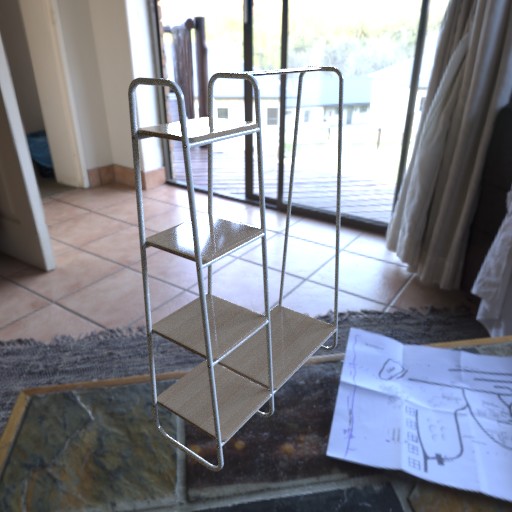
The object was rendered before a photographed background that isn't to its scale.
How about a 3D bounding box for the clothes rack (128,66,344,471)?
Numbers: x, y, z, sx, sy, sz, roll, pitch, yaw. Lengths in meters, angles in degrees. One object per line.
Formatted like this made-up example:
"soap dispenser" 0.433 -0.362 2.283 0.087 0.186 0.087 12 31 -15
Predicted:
"clothes rack" 0.000 0.000 1.945 0.400 1.500 1.011 17 30 32
